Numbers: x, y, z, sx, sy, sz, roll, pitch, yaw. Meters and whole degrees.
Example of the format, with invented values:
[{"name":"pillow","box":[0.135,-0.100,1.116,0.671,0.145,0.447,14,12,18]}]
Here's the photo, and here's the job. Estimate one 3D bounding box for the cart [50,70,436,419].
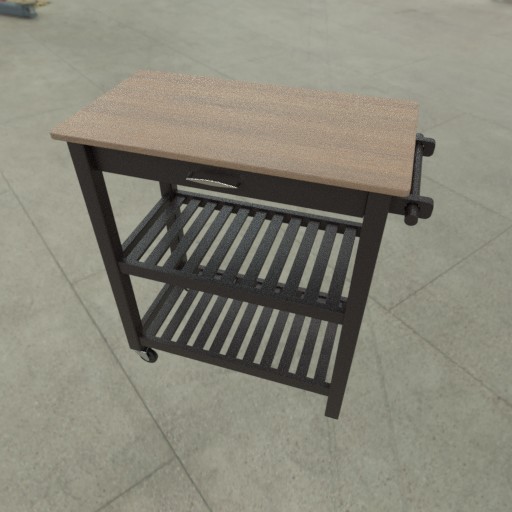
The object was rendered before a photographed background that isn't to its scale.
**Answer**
[{"name":"cart","box":[0.000,0.000,1.422,0.899,0.927,0.457,12,43,13]}]
